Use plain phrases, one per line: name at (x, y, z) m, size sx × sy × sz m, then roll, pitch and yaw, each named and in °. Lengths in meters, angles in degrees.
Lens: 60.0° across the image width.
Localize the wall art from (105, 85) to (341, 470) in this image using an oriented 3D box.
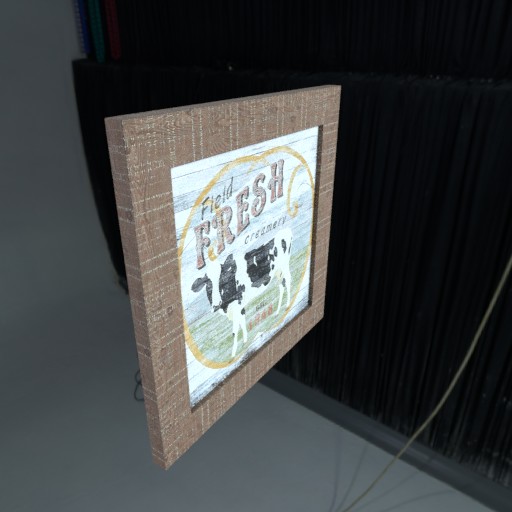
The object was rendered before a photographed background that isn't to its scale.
wall art at (0.000, 0.000, 0.783) m, size 0.029 × 0.531 × 0.531 m, roll 17°, pitch 30°, yaw 31°
